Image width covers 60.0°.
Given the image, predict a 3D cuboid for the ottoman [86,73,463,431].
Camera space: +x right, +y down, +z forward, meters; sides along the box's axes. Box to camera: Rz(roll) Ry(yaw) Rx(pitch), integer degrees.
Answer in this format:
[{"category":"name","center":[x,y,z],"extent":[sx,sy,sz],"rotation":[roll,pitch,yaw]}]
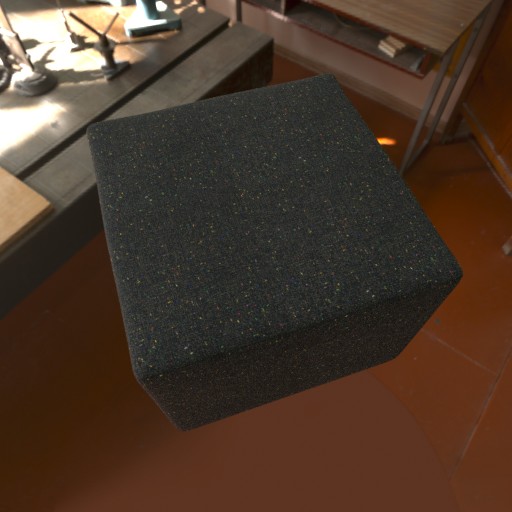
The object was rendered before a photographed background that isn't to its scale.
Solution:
[{"category":"ottoman","center":[0.000,0.000,0.896],"extent":[0.508,0.432,0.508],"rotation":[-16,60,-10]}]
